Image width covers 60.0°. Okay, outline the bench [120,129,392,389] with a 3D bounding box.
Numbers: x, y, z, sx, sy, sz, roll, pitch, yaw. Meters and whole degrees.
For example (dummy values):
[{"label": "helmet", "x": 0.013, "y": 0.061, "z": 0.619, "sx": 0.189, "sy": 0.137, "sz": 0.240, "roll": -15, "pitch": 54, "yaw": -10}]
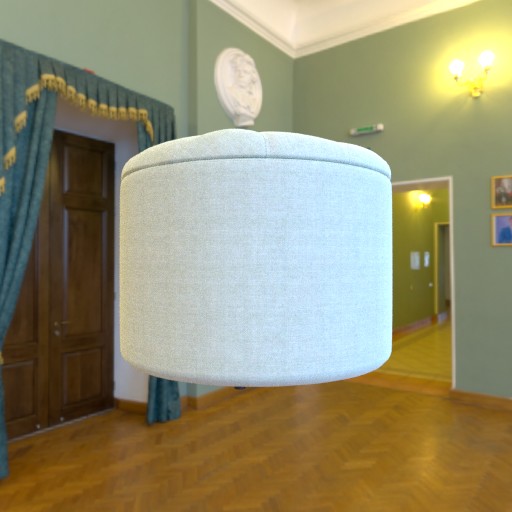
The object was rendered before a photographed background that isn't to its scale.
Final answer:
[{"label": "bench", "x": 0.000, "y": 0.000, "z": 1.021, "sx": 0.600, "sy": 0.453, "sz": 0.600, "roll": 0, "pitch": -1, "yaw": 0}]
